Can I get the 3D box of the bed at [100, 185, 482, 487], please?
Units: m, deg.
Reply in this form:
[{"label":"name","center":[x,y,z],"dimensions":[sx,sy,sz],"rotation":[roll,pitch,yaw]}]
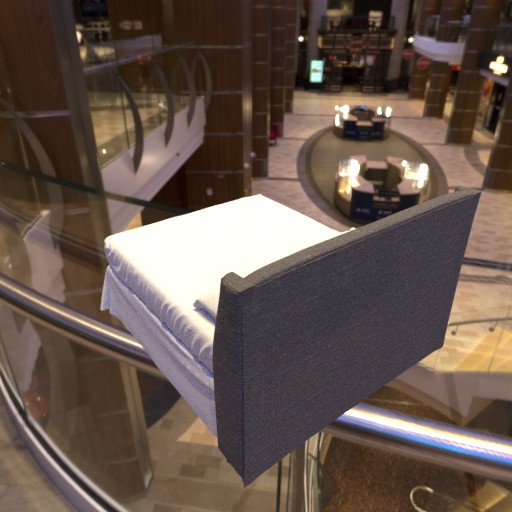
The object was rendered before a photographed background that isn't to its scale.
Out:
[{"label":"bed","center":[0.000,0.000,3.393],"dimensions":[1.925,1.332,2.276],"rotation":[-20,35,-32]}]
